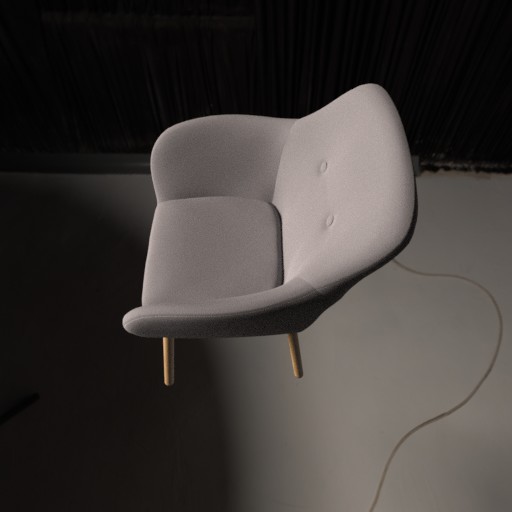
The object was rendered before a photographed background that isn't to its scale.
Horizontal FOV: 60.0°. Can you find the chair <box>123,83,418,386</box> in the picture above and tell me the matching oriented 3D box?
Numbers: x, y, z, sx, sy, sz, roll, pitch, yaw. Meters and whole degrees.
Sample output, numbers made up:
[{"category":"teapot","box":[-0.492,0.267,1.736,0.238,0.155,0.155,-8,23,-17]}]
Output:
[{"category":"chair","box":[0.000,0.000,1.192,0.590,0.830,0.570,0,58,0]}]
